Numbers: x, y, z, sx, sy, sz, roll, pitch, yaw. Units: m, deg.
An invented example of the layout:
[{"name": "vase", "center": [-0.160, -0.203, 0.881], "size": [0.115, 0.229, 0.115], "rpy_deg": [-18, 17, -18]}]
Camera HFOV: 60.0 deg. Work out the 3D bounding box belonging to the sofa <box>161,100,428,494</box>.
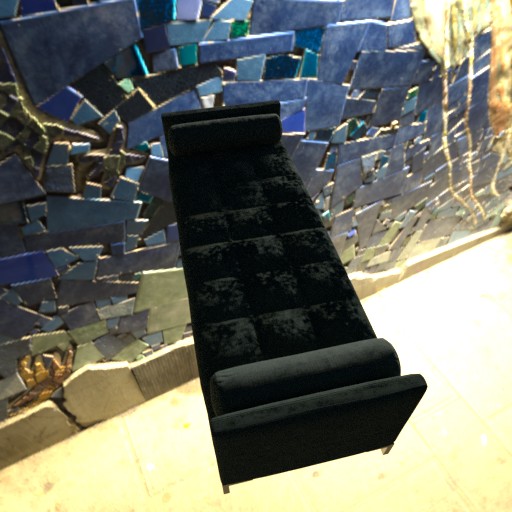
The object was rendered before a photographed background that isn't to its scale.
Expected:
[{"name": "sofa", "center": [0.000, 0.000, 2.408], "size": [0.797, 0.657, 2.102], "rpy_deg": [-10, 48, -9]}]
